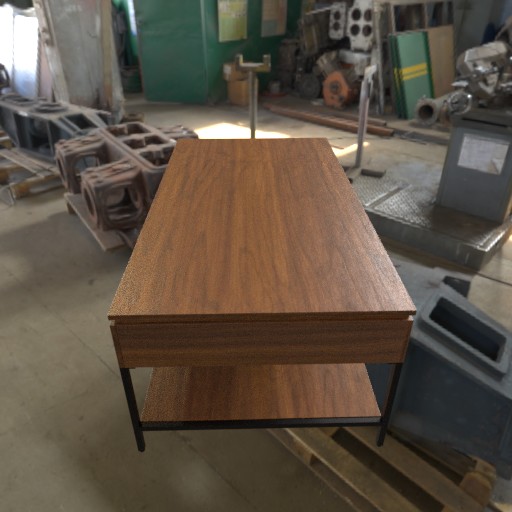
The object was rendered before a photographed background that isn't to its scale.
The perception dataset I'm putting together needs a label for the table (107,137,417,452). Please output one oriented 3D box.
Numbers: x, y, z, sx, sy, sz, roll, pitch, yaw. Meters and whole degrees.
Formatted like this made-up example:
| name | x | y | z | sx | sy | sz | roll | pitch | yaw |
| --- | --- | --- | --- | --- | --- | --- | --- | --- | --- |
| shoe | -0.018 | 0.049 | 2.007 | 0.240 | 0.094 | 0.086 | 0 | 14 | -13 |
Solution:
| name | x | y | z | sx | sy | sz | roll | pitch | yaw |
| --- | --- | --- | --- | --- | --- | --- | --- | --- | --- |
| table | 0.000 | 0.000 | 1.378 | 0.574 | 0.414 | 1.057 | -1 | 32 | -1 |
